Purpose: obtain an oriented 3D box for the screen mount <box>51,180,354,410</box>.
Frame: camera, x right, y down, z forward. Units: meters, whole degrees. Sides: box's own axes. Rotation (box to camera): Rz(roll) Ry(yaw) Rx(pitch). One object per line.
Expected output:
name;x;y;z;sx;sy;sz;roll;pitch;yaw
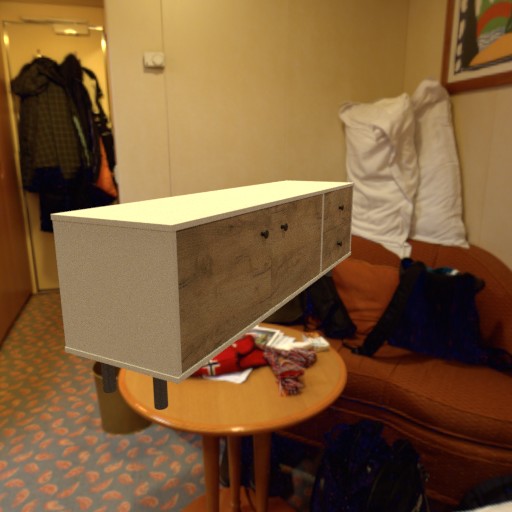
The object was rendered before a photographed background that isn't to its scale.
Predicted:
screen mount;0.000;0.000;1.845;0.418;0.520;1.600;7;15;26
